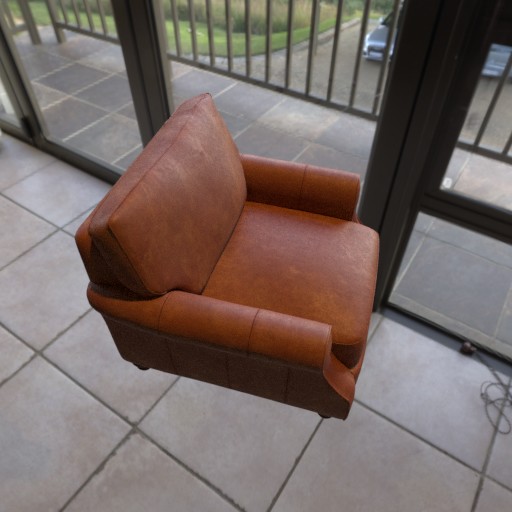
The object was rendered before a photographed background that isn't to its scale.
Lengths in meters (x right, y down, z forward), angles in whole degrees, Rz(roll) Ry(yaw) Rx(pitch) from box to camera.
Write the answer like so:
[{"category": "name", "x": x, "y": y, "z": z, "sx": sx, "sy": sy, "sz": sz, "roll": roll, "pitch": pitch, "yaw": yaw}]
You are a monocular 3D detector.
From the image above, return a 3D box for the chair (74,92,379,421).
[{"category": "chair", "x": 0.000, "y": 0.000, "z": 1.773, "sx": 0.986, "sy": 0.962, "sz": 0.983, "roll": 11, "pitch": 48, "yaw": 11}]
